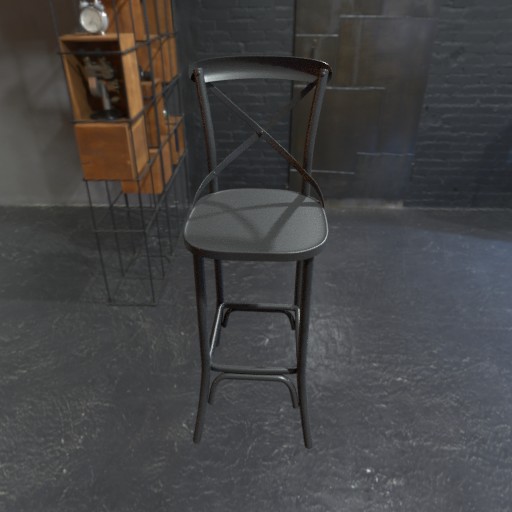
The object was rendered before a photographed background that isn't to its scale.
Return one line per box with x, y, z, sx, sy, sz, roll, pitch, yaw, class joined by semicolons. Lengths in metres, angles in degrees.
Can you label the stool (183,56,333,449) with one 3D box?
0.000;0.000;1.480;0.457;1.168;0.584;2;30;3;stool
